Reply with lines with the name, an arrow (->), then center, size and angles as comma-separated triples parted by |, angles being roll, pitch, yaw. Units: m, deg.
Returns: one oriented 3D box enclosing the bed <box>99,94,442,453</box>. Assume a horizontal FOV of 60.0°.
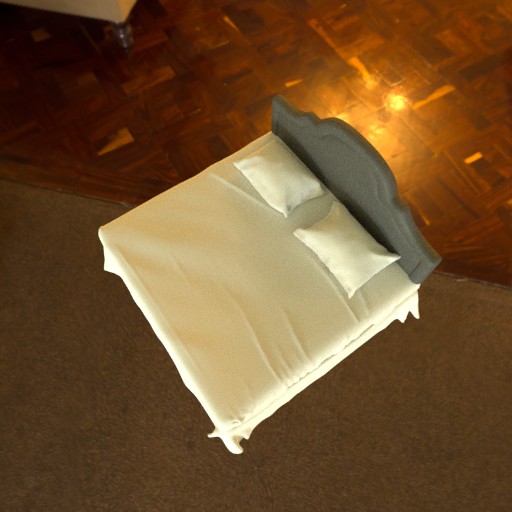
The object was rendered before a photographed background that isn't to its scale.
bed -> 0.000, 0.000, 3.682 | 2.222, 1.631, 2.303 | -33, 69, -15
